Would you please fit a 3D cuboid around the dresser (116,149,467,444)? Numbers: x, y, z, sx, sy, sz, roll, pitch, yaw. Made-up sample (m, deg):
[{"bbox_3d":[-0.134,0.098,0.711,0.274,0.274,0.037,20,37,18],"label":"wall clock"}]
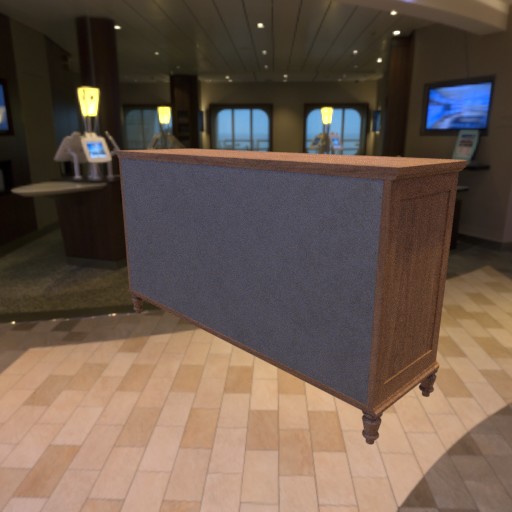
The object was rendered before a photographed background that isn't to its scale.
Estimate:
[{"bbox_3d":[0.000,0.000,1.995,0.468,0.892,1.583,-14,21,-42],"label":"dresser"}]
